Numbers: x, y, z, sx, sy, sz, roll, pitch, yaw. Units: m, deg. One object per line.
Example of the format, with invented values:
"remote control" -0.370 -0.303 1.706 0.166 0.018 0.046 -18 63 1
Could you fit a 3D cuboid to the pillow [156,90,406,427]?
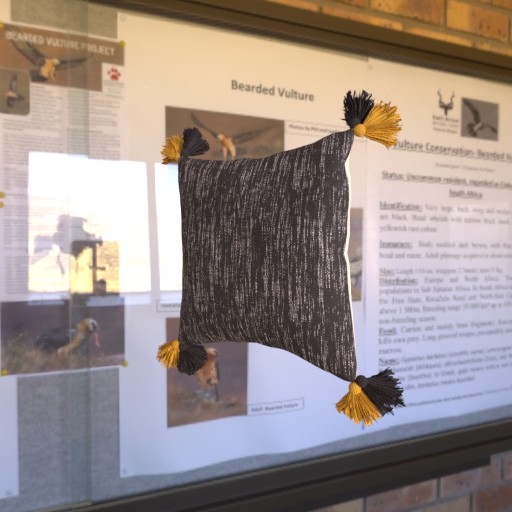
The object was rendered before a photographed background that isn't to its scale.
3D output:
"pillow" 0.000 0.000 0.983 0.654 0.659 0.139 1 2 36
